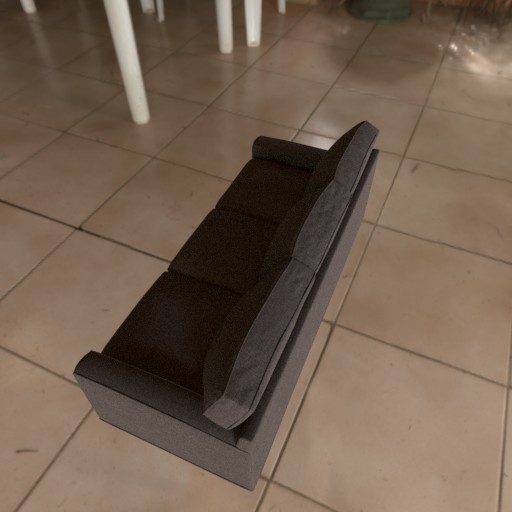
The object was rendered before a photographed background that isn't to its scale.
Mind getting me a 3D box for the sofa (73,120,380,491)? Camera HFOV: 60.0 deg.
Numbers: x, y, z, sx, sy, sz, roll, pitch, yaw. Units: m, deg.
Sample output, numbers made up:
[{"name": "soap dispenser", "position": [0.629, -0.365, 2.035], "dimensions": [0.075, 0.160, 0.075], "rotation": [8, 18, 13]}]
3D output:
[{"name": "sofa", "position": [0.000, 0.000, 2.873], "dimensions": [1.004, 0.978, 2.369], "rotation": [18, 50, 16]}]
